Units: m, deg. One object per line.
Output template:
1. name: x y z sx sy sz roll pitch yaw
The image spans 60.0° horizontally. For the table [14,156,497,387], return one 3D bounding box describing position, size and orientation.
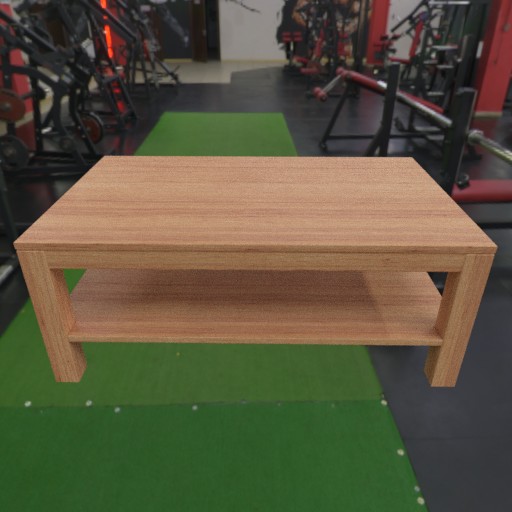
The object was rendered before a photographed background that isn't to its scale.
1. table: 0.000 0.000 1.462 1.146 0.457 0.695 0 30 1
